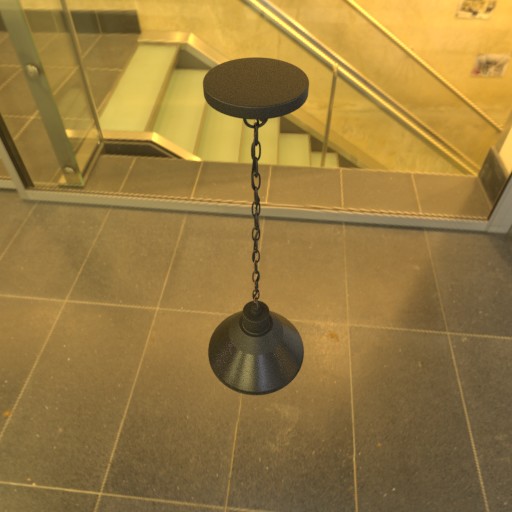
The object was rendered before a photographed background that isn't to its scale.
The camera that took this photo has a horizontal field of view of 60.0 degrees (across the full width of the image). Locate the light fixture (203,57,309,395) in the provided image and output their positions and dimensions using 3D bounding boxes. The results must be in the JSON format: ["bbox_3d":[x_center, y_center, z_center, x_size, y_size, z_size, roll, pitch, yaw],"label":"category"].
[{"bbox_3d":[0.000,0.000,0.717,0.201,0.588,0.201,-10,48,-9],"label":"light fixture"}]
